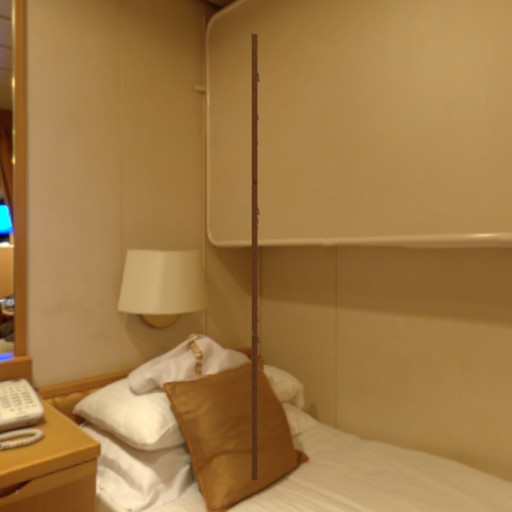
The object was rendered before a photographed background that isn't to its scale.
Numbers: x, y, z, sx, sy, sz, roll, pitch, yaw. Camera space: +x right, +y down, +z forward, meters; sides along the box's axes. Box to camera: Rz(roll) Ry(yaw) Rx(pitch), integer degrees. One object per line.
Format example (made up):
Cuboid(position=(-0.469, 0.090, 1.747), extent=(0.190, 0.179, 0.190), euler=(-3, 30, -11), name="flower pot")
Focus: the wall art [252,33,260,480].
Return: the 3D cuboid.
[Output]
Cuboid(position=(0.000, 0.000, 1.362), extent=(0.018, 0.913, 0.915), euler=(0, 0, 0), name="wall art")
